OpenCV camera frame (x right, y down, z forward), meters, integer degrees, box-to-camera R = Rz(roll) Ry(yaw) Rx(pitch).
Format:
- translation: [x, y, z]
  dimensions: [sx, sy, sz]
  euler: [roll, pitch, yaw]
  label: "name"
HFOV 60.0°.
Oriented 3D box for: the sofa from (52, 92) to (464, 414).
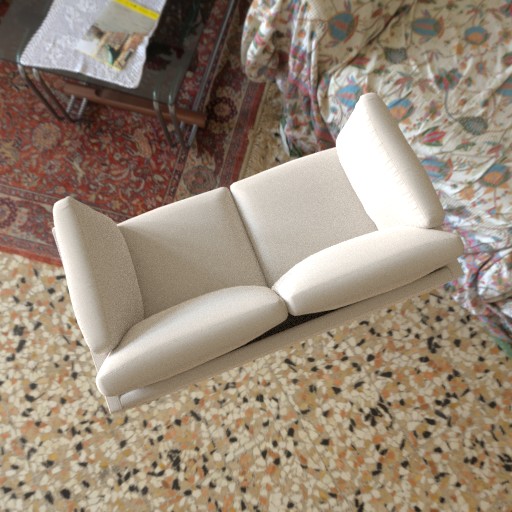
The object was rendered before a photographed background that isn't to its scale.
- translation: [0.000, 0.000, 2.302]
  dimensions: [1.776, 0.836, 0.970]
  euler: [-20, 76, -5]
  label: "sofa"
